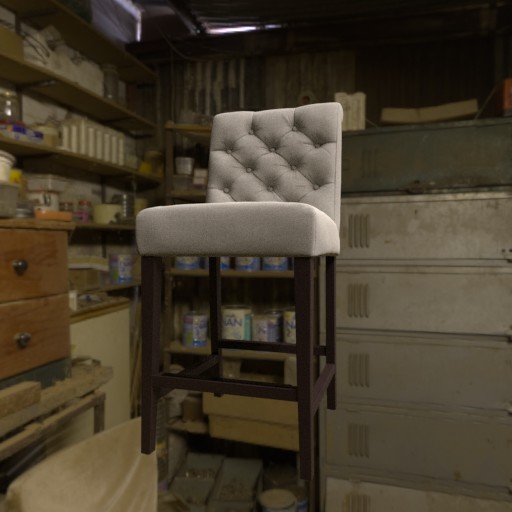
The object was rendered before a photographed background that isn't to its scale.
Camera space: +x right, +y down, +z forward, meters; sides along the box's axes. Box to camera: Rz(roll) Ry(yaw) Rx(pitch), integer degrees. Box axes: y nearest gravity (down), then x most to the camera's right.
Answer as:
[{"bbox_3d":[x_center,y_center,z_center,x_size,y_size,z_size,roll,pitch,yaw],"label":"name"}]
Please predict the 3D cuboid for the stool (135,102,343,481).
[{"bbox_3d":[0.000,0.000,1.360,0.493,1.040,0.601,0,1,18],"label":"stool"}]
